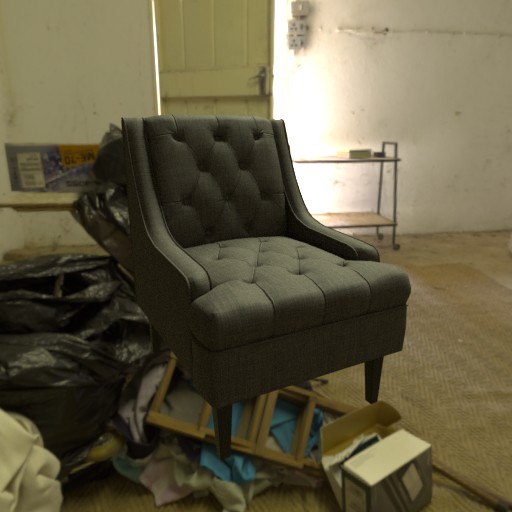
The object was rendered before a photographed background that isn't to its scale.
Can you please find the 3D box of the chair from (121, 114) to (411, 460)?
[{"bbox_3d":[0.000,0.000,1.441,0.655,0.891,0.771,-9,18,-27],"label":"chair"}]
